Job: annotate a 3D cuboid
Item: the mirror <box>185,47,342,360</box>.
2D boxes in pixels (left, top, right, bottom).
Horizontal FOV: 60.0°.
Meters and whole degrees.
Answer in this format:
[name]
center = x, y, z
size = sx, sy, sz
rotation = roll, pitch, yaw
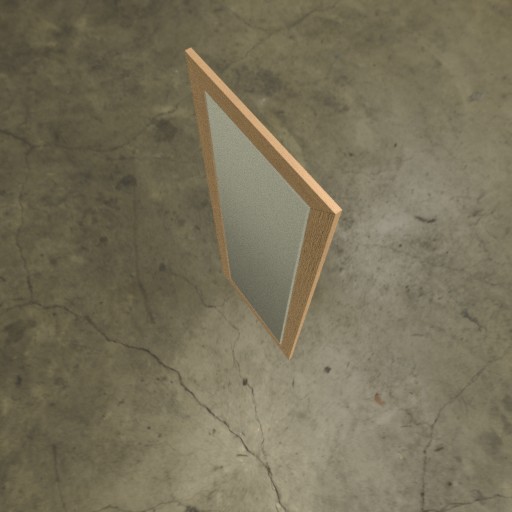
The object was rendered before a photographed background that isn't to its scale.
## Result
[mirror]
center = 0.000, 0.000, 2.335
size = 0.026, 2.031, 0.812
rotation = -33, 70, -14
